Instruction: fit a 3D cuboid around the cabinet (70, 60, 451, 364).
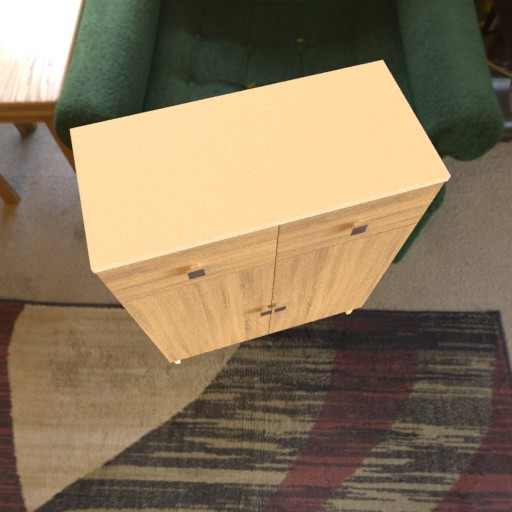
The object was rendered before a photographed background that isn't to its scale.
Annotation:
[{"bbox_3d":[0.000,0.000,1.129,0.600,0.815,0.296,-15,66,-7],"label":"cabinet"}]
